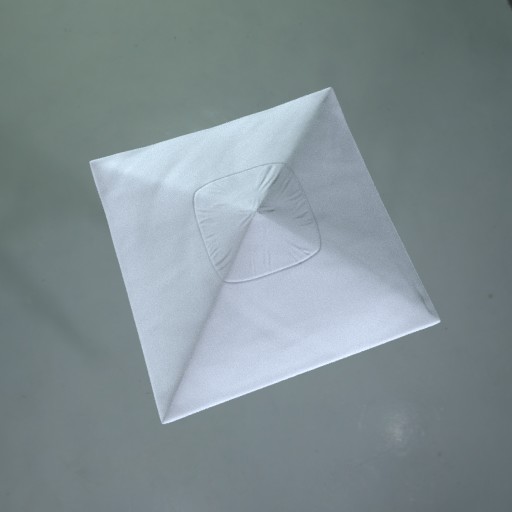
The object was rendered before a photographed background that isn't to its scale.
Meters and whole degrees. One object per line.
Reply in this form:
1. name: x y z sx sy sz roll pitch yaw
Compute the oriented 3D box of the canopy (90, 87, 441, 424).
1. canopy: 0.000 0.000 5.498 2.996 2.997 2.998 -19 75 -5
